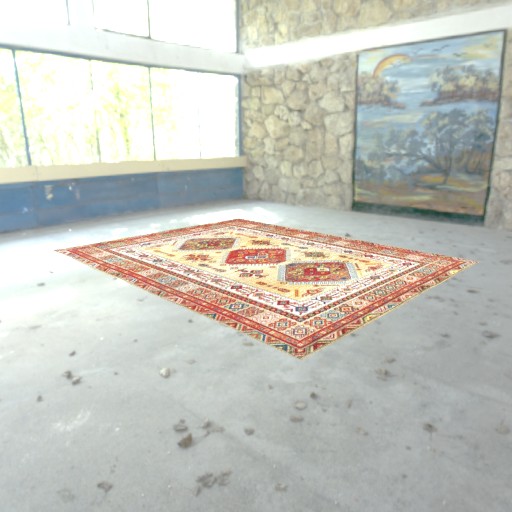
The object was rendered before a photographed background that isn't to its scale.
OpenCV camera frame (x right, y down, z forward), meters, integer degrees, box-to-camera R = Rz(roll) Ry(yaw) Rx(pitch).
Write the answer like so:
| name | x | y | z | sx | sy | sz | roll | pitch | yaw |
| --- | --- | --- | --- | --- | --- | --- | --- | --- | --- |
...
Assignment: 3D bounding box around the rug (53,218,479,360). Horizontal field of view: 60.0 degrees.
| name | x | y | z | sx | sy | sz | roll | pitch | yaw |
| --- | --- | --- | --- | --- | --- | --- | --- | --- | --- |
| rug | 0.000 | 0.000 | 4.050 | 3.067 | 0.005 | 2.460 | 14 | 21 | 43 |
